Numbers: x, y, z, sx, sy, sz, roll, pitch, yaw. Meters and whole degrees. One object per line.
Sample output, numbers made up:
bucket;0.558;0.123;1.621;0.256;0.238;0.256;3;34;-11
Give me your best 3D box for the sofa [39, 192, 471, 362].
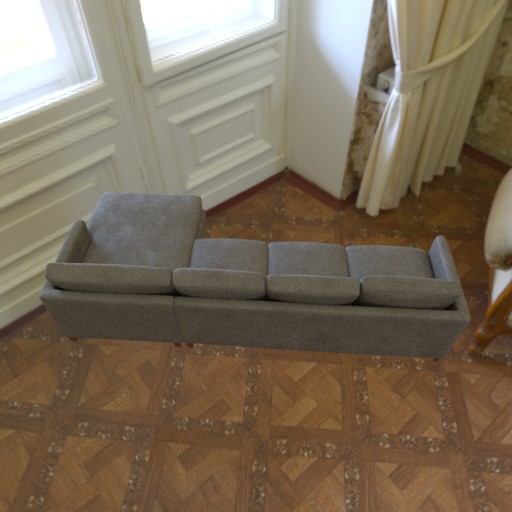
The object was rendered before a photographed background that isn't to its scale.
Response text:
sofa;0.000;0.000;4.203;3.471;0.950;1.604;3;49;2
